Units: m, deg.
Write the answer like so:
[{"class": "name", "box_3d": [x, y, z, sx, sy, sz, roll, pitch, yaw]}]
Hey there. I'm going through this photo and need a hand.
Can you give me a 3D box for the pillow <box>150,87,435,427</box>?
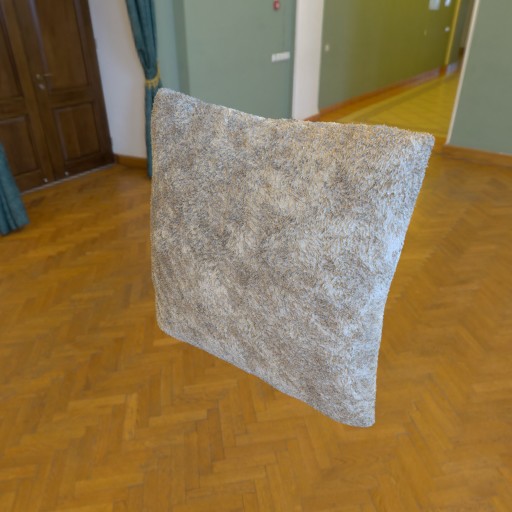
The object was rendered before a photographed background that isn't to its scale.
[{"class": "pillow", "box_3d": [0.000, 0.000, 0.797, 0.529, 0.515, 0.218, 19, 35, 29]}]
